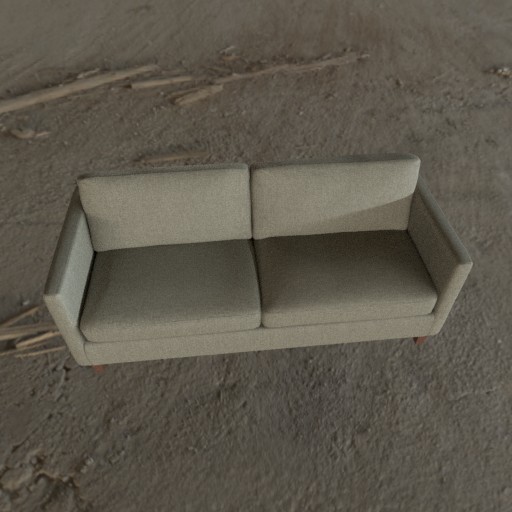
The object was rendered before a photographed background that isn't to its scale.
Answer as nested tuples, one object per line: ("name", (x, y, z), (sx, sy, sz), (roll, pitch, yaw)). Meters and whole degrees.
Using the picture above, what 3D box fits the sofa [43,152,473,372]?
("sofa", (0.000, 0.000, 2.719), (2.208, 0.960, 0.956), (-4, 46, -4))
